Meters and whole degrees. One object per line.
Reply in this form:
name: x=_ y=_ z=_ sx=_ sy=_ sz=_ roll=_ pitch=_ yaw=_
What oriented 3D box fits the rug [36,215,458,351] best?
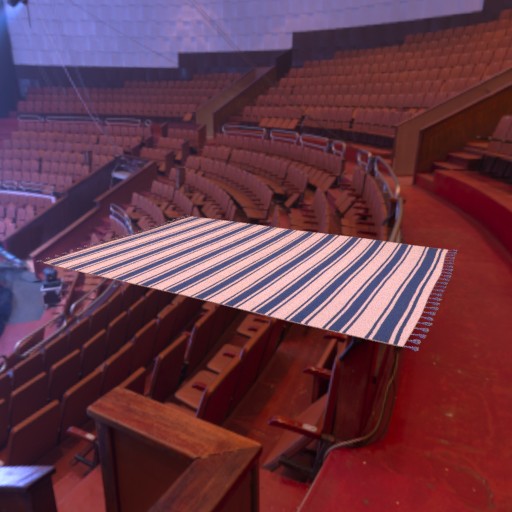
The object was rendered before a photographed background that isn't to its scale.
rug: x=0.000 y=0.000 z=2.882 sx=2.315 sy=0.010 sz=1.544 roll=9 pitch=20 yaw=28
